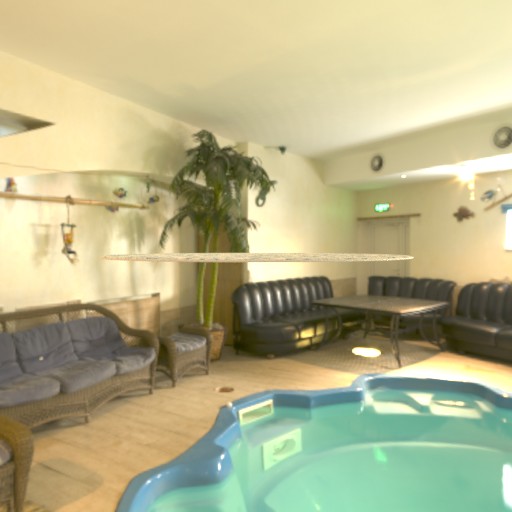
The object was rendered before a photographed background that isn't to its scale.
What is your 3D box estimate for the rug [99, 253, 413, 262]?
[{"bbox_3d":[0.000,0.000,2.381,1.593,0.012,1.593,0,1,0],"label":"rug"}]
